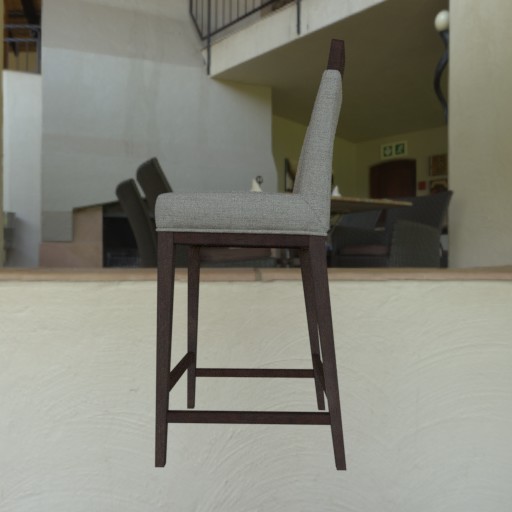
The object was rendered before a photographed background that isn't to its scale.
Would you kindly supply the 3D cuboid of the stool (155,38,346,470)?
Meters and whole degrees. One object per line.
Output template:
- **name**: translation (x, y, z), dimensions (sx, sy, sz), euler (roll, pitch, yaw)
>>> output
- **stool**: translation (0.000, 0.000, 1.397), dimensions (0.531, 1.117, 0.511), euler (0, 0, 2)
